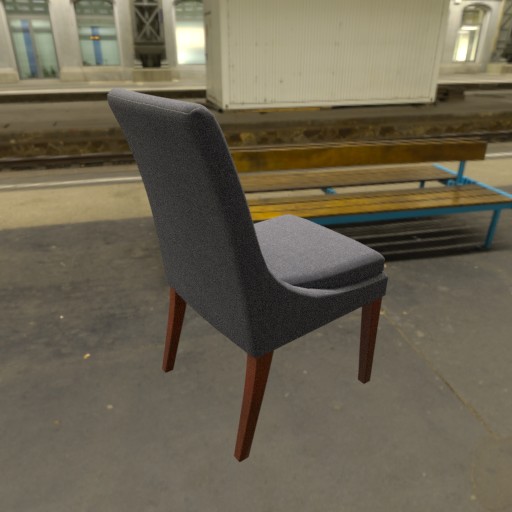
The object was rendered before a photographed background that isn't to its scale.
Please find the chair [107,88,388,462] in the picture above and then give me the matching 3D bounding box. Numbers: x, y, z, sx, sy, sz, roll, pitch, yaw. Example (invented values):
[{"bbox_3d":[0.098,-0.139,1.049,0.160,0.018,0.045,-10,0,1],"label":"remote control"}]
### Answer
[{"bbox_3d":[0.000,0.000,1.334,0.655,0.952,0.508,-18,31,-32],"label":"chair"}]
